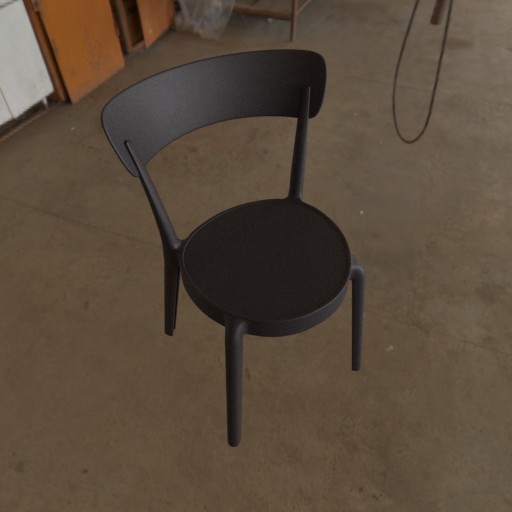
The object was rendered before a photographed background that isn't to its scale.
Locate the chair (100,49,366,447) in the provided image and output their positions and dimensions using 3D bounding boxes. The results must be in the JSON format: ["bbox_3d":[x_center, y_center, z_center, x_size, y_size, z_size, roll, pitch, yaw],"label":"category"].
[{"bbox_3d":[0.000,0.000,1.094,0.506,0.790,0.491,-24,52,-21],"label":"chair"}]
